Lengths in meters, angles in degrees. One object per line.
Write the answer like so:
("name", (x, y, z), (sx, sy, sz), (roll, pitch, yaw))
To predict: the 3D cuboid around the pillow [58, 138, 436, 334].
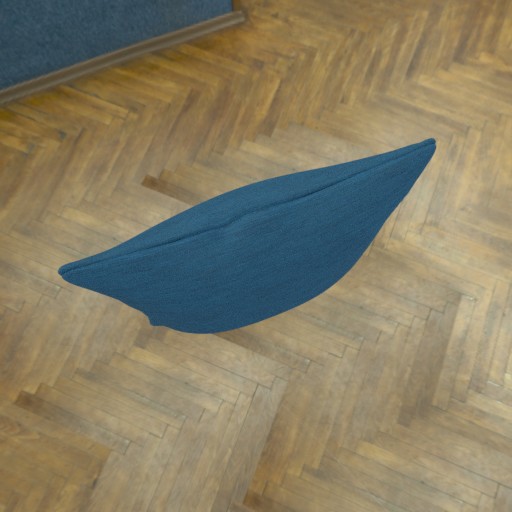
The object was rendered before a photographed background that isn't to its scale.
("pillow", (0.000, 0.000, 0.674), (0.437, 0.420, 0.177), (-20, 76, -5))
